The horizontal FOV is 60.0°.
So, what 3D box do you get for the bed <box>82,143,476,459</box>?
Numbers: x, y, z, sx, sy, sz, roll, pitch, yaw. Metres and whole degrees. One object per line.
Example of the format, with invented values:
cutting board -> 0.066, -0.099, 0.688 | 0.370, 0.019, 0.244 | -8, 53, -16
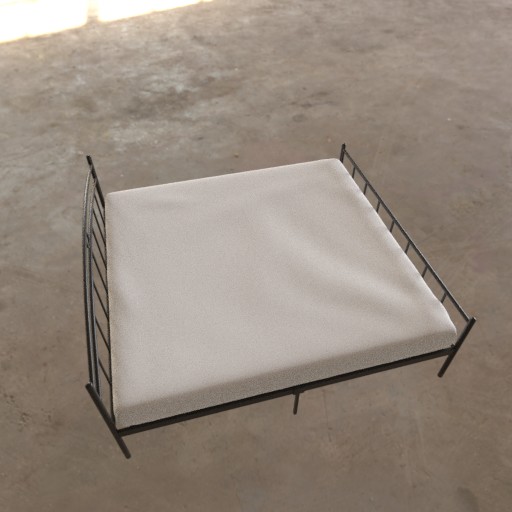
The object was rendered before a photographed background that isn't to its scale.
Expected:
bed -> 0.000, 0.000, 3.013 | 2.040, 0.940, 1.880 | -11, 47, -10
